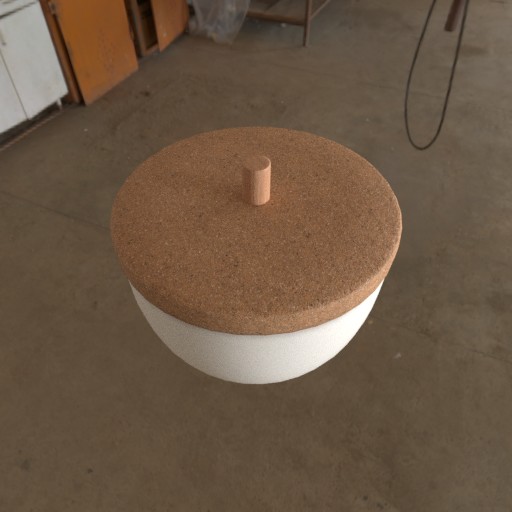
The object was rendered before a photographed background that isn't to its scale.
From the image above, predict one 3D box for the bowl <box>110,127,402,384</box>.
[{"bbox_3d":[0.000,0.000,0.220,0.126,0.110,0.126,0,47,0],"label":"bowl"}]
